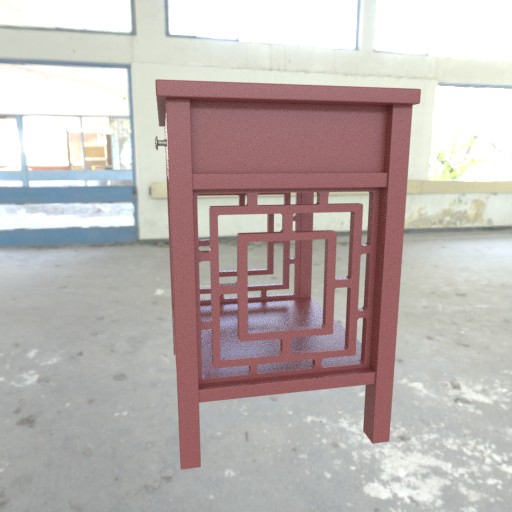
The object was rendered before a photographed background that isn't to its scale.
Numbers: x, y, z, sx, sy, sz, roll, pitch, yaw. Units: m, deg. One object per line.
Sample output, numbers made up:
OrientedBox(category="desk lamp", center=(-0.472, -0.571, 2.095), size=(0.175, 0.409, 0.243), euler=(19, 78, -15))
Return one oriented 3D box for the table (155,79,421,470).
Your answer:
OrientedBox(category="table", center=(0.000, 0.000, 1.067), size=(0.451, 0.686, 0.599), euler=(-2, 12, -11))
